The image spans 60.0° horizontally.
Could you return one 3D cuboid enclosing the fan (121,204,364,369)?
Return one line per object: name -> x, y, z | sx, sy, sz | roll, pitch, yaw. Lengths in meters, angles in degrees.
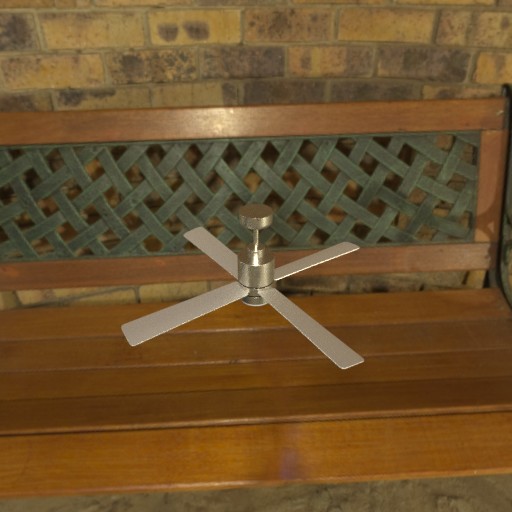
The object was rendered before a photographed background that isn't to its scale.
fan -> 0.000, 0.000, 2.396 | 1.525, 0.539, 1.525 | -20, 37, -29
